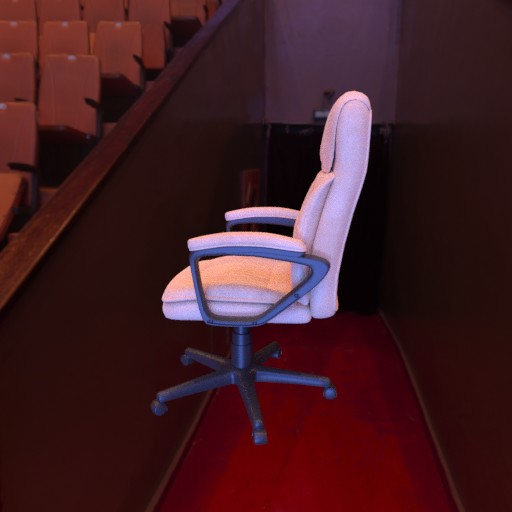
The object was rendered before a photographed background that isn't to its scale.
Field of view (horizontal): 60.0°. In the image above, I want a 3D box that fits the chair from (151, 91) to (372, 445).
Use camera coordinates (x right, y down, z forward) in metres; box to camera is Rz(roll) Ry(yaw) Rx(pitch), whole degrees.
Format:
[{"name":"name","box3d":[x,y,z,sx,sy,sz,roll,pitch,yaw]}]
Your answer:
[{"name":"chair","box3d":[0.000,0.000,1.614,0.724,1.105,0.667,2,14,7]}]
